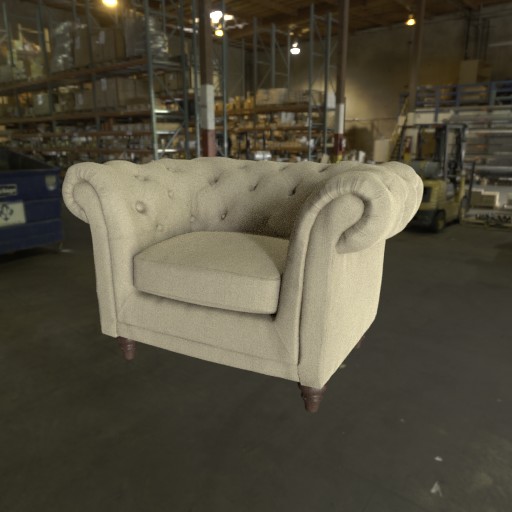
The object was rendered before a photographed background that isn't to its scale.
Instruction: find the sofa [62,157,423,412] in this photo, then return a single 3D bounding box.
[{"bbox_3d":[0.000,0.000,2.061,1.405,0.878,1.034,7,16,27],"label":"sofa"}]
